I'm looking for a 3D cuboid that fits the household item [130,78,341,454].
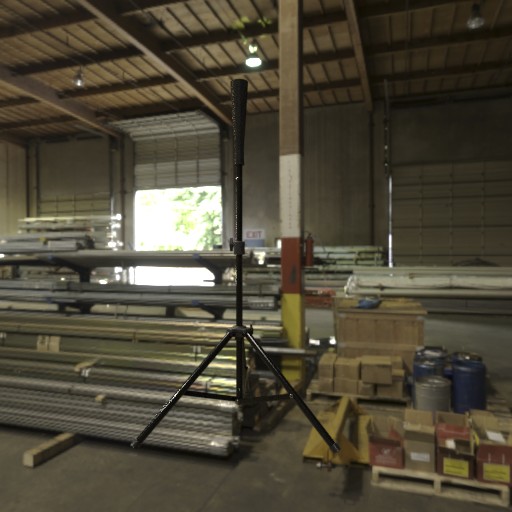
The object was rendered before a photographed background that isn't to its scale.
[{"bbox_3d":[0.000,0.000,1.391,0.559,1.067,0.559,0,1,18],"label":"household item"}]
